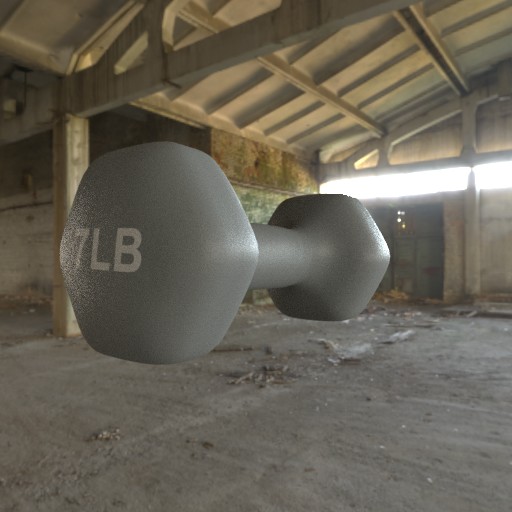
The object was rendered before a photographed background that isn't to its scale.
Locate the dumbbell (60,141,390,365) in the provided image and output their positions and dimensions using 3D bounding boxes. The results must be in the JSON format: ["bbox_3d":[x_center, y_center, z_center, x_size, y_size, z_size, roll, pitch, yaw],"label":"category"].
[{"bbox_3d":[0.000,0.000,0.230,0.090,0.081,0.184,-1,-1,36],"label":"dumbbell"}]
